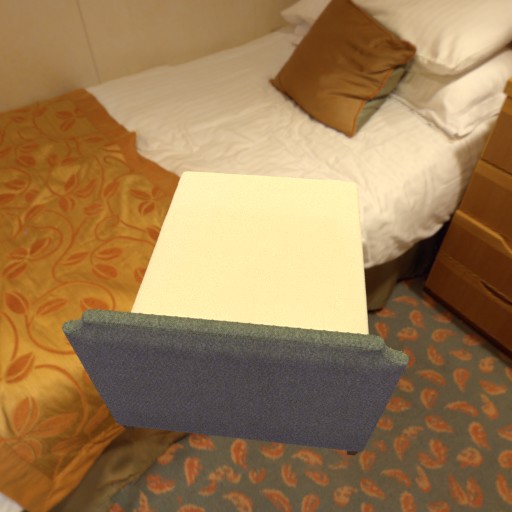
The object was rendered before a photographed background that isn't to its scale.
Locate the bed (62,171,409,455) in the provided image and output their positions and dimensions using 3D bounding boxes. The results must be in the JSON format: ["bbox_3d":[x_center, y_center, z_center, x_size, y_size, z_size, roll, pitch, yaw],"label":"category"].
[{"bbox_3d":[0.000,0.000,3.359,1.712,1.443,2.372,5,47,4],"label":"bed"}]
